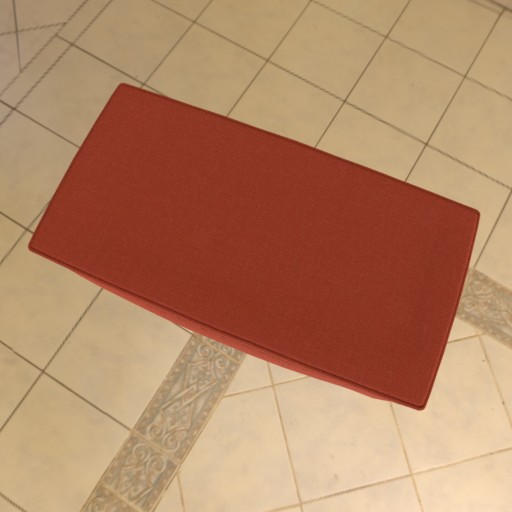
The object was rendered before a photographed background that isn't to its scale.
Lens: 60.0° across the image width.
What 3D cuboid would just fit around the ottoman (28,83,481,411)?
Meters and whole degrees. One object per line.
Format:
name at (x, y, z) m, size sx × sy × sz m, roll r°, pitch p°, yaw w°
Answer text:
ottoman at (0.000, 0.000, 1.213) m, size 0.948 × 0.454 × 0.497 m, roll 21°, pitch 76°, yaw 6°
